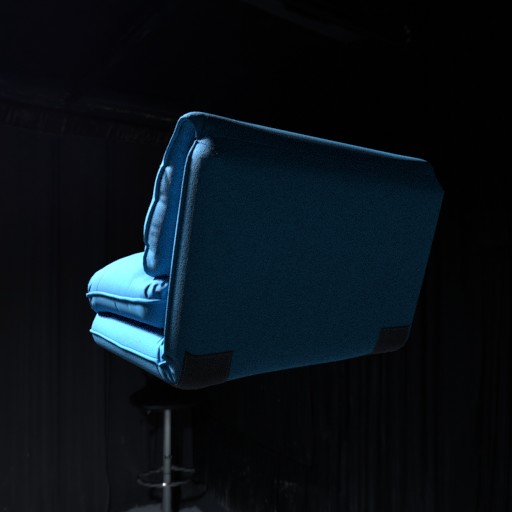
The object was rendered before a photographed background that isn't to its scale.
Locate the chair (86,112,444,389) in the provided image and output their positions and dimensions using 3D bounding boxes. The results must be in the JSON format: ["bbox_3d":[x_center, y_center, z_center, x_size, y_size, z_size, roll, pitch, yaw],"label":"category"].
[{"bbox_3d":[0.000,0.000,1.335,0.820,0.580,0.780,0,0,-36],"label":"chair"}]
